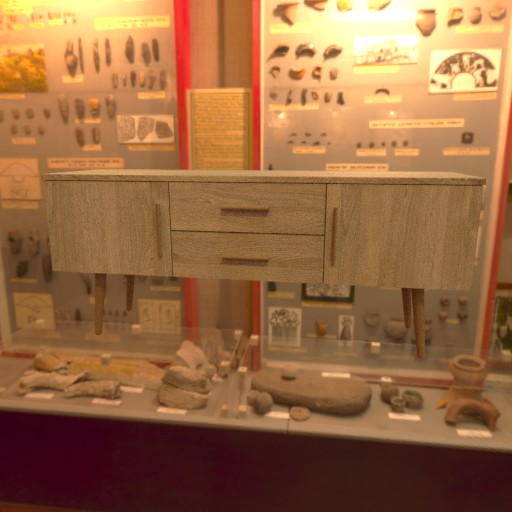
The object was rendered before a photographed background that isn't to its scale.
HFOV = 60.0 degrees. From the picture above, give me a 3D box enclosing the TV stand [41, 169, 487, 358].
[{"bbox_3d":[0.000,0.000,1.532,1.313,0.565,0.401,2,14,9],"label":"TV stand"}]
